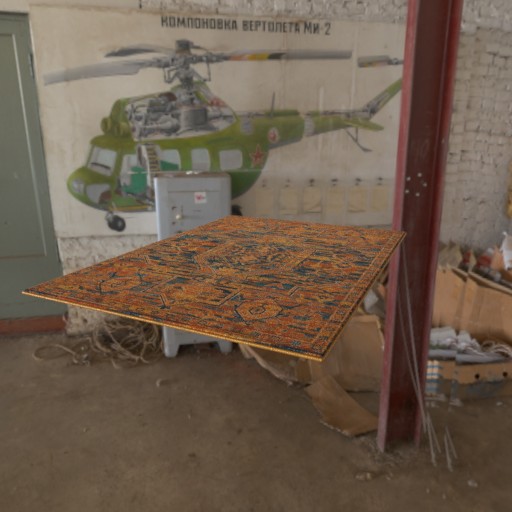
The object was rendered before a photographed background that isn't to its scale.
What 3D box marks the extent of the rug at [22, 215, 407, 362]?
[{"bbox_3d":[0.000,0.000,2.874,1.588,0.024,2.204,8,18,24],"label":"rug"}]
